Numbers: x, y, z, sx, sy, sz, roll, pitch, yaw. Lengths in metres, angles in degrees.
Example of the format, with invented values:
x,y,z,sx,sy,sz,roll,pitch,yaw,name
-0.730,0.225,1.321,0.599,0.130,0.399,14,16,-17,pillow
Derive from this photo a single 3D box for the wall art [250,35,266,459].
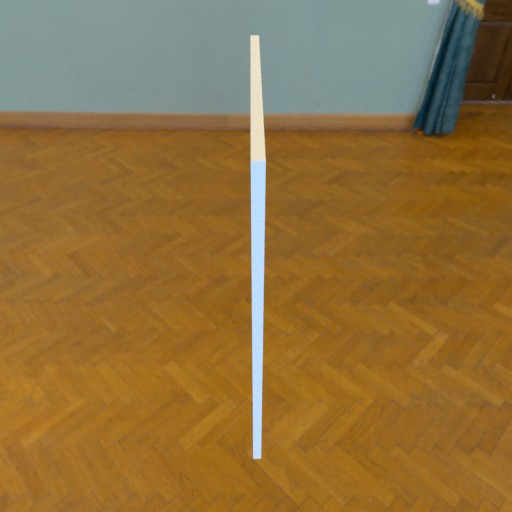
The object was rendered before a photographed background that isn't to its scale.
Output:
x,y,z,sx,sy,sz,roll,pitch,yaw,name
0.000,0.000,0.684,0.013,0.533,0.381,0,41,0,wall art
